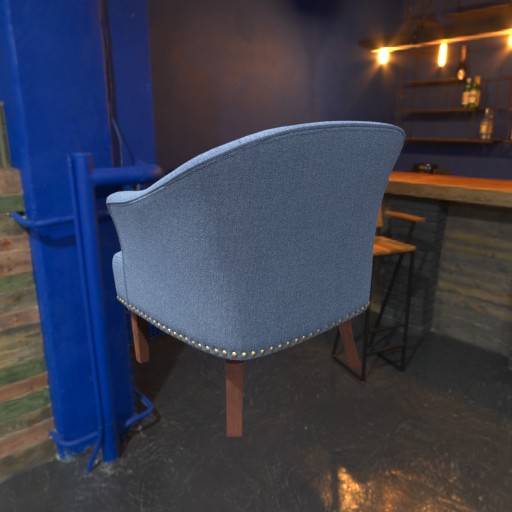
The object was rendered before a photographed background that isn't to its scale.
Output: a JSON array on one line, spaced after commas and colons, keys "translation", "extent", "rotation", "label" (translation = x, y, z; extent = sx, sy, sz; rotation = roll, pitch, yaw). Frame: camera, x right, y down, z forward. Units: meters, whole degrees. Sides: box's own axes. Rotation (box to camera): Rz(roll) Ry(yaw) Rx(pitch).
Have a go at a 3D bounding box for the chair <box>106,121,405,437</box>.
[{"translation": [0.000, 0.000, 1.412], "extent": [0.772, 0.815, 0.704], "rotation": [-14, 21, -39], "label": "chair"}]
